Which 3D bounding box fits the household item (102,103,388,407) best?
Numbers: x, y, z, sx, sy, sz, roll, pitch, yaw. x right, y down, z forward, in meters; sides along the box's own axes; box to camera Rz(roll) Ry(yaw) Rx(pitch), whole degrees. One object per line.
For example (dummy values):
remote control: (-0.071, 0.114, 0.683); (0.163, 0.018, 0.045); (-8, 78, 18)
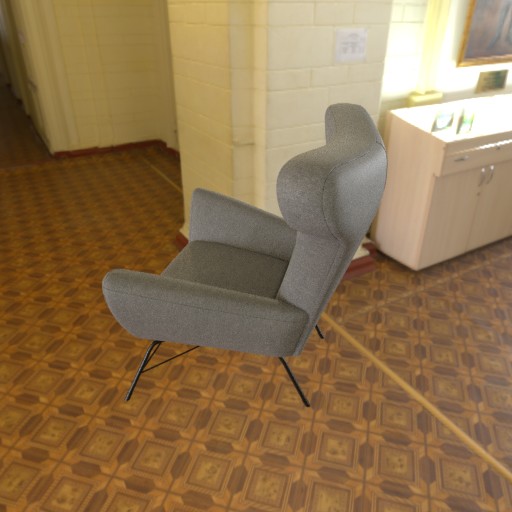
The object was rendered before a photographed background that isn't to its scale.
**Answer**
household item: (0.000, 0.000, 1.753); (0.900, 1.050, 0.980); (7, 30, 13)
